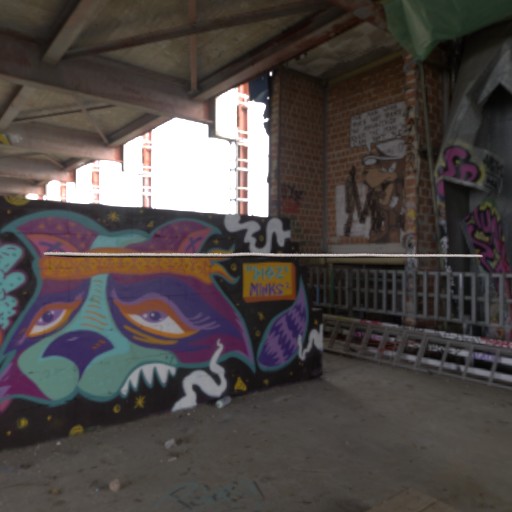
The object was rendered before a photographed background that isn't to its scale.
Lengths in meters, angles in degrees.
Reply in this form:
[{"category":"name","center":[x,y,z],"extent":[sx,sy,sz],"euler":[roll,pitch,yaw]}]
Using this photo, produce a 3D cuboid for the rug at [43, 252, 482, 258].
[{"category":"rug","center":[0.000,0.000,1.070],"extent":[0.867,0.007,0.515],"euler":[0,-1,-18]}]
